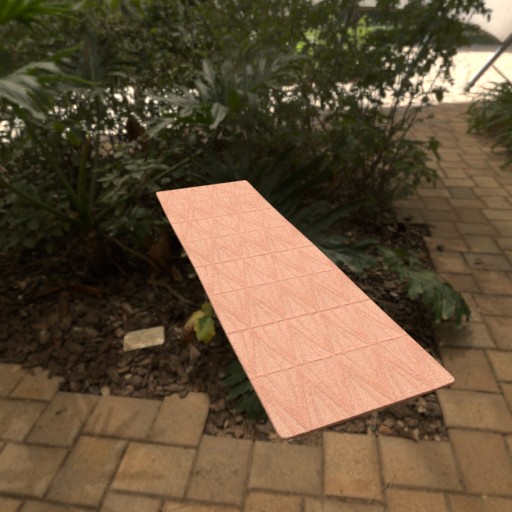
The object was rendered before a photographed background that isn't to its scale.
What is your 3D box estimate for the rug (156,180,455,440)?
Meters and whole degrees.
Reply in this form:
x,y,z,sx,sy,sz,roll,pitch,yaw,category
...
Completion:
x,y,z,sx,sy,sz,roll,pitch,yaw,category
0.000,0.000,2.605,0.760,0.015,2.435,-11,31,-18,rug
